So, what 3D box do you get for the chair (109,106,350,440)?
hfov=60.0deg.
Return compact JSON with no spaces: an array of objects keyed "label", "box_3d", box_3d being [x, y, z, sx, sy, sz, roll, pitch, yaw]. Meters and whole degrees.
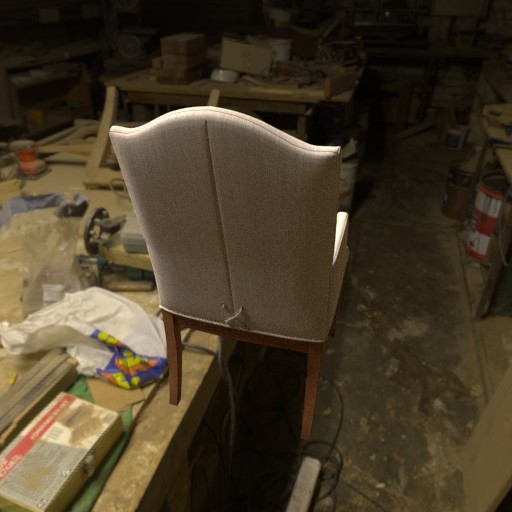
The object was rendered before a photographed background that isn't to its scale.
[{"label":"chair","box_3d":[0.000,0.000,1.353,0.533,1.016,0.641,9,33,15]}]
